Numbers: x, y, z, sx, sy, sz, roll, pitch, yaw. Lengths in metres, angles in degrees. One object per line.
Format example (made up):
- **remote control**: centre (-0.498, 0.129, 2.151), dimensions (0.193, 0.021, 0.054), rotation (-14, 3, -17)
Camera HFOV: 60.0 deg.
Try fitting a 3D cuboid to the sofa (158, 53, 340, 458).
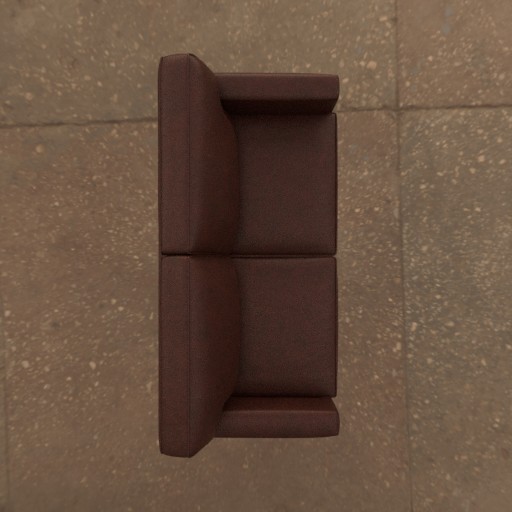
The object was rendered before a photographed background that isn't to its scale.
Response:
- **sofa**: centre (0.000, 0.000, 2.388), dimensions (0.912, 0.928, 1.876), rotation (0, 90, 0)
